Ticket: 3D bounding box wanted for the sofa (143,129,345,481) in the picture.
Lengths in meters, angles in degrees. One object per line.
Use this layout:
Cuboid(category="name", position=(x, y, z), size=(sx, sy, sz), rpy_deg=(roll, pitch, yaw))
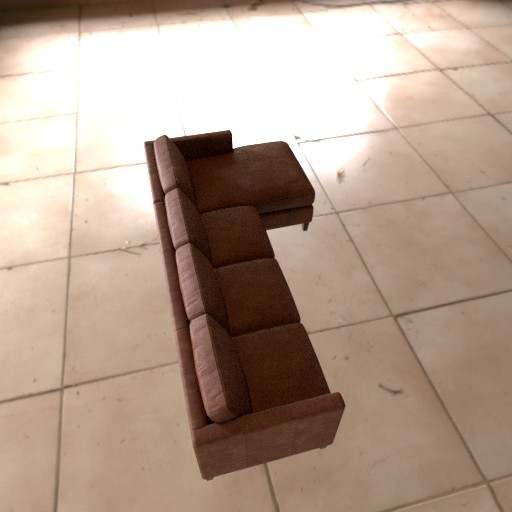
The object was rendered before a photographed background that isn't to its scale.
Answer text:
Cuboid(category="sofa", position=(0.000, 0.000, 3.900), size=(1.581, 0.883, 3.203), rpy_deg=(-11, 48, -10))
